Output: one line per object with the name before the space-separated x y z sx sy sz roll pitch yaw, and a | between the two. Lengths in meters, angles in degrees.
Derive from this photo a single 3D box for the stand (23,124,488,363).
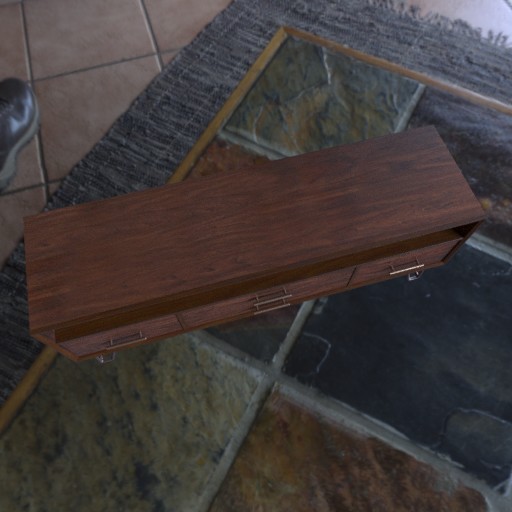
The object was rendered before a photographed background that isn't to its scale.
stand | 0.000 0.000 1.882 1.626 0.610 0.481 -14 65 -7
